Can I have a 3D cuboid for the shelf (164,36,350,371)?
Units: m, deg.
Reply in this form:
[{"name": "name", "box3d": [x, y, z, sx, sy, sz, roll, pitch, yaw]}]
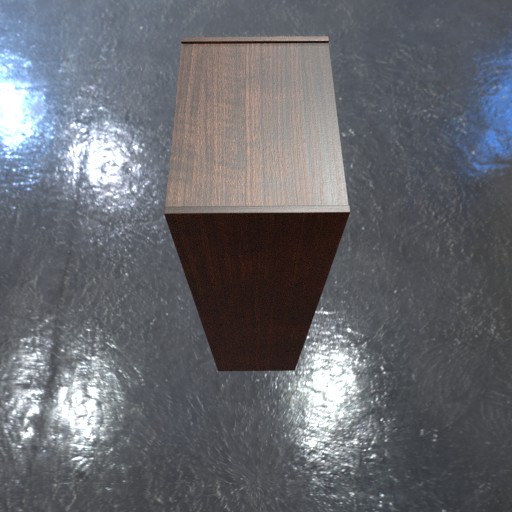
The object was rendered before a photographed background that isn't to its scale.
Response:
[{"name": "shelf", "box3d": [0.000, 0.000, 1.270, 0.290, 1.099, 0.415, 0, 63, 0]}]
